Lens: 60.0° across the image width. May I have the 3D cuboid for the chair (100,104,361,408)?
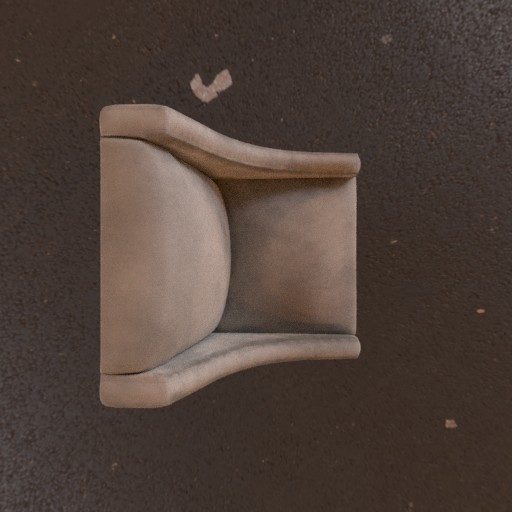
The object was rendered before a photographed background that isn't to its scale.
[{"bbox_3d":[0.000,0.000,1.323,0.629,0.895,0.629,0,90,0],"label":"chair"}]
